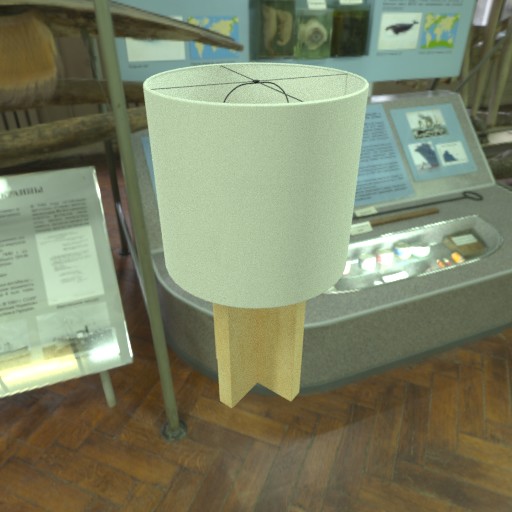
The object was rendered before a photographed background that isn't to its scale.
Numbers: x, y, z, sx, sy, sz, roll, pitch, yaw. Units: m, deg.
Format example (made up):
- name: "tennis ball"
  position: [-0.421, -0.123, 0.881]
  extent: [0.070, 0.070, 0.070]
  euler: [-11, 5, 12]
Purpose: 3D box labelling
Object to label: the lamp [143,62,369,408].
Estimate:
- name: "lamp"
  position: [0.000, 0.000, 0.569]
  extent: [0.229, 0.428, 0.229]
  euler: [21, 38, 31]
